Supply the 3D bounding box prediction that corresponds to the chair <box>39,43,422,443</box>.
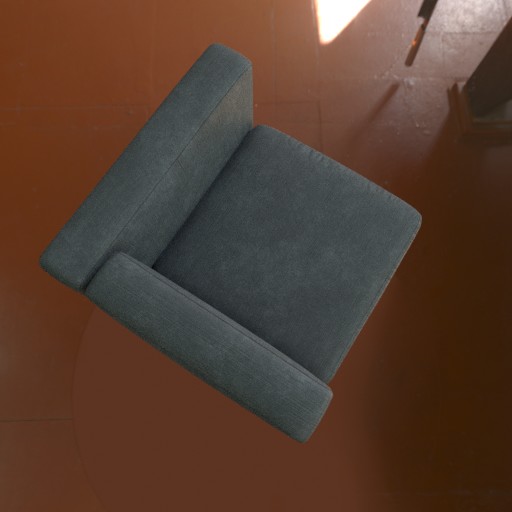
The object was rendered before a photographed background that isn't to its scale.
[{"bbox_3d":[0.000,0.000,1.225,0.680,0.660,0.680,32,77,8],"label":"chair"}]
